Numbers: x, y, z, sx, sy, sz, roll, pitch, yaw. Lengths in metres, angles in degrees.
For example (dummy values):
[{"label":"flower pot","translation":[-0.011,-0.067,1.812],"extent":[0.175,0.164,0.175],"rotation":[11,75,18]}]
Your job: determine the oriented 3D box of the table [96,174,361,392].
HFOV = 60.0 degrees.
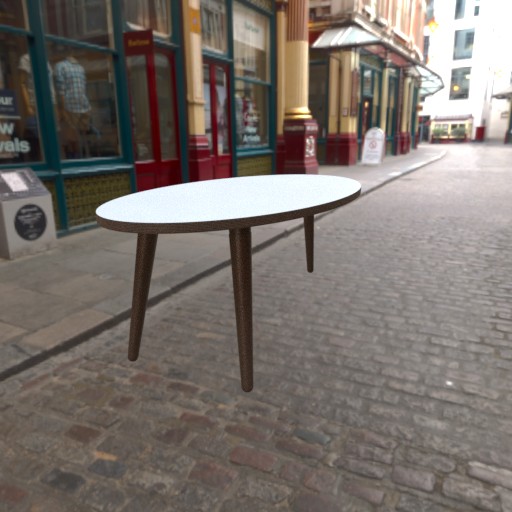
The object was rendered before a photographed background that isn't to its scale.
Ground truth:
[{"label":"table","translation":[0.000,0.000,1.301],"extent":[0.542,0.390,1.083],"rotation":[7,17,25]}]
